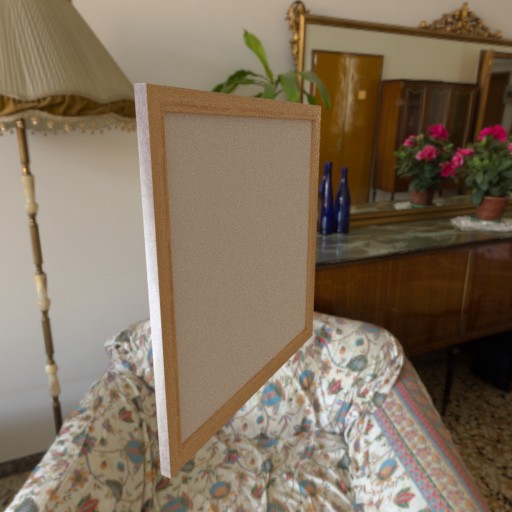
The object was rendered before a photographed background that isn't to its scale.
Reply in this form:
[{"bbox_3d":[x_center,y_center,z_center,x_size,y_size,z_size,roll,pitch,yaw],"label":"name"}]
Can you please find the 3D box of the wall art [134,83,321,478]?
[{"bbox_3d":[0.000,0.000,1.134,0.027,0.762,0.762,9,18,28],"label":"wall art"}]
